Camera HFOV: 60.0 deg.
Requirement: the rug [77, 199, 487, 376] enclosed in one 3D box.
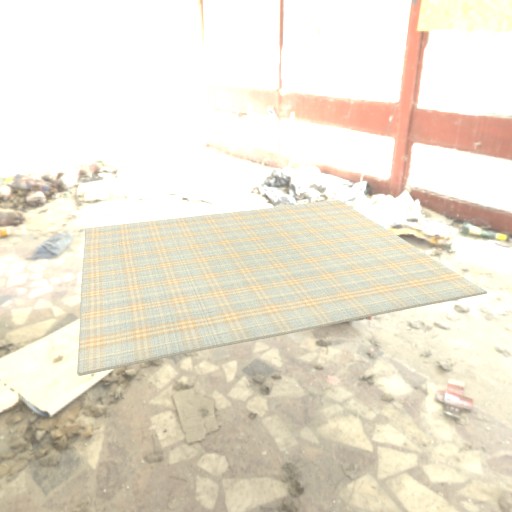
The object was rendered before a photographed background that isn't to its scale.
[{"bbox_3d":[0.000,0.000,4.119,3.066,0.030,2.462,-8,27,-17],"label":"rug"}]
